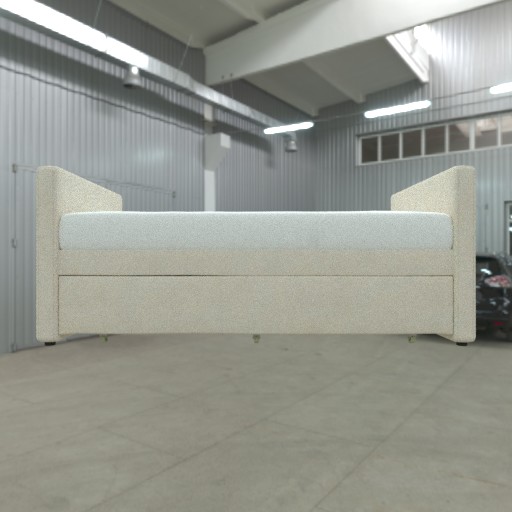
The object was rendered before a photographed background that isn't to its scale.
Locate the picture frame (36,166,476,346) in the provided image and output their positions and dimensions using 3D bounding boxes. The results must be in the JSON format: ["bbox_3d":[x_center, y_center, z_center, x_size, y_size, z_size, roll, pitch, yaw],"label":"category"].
[{"bbox_3d":[0.000,0.000,2.699,2.161,0.891,1.069,0,0,0],"label":"picture frame"}]
